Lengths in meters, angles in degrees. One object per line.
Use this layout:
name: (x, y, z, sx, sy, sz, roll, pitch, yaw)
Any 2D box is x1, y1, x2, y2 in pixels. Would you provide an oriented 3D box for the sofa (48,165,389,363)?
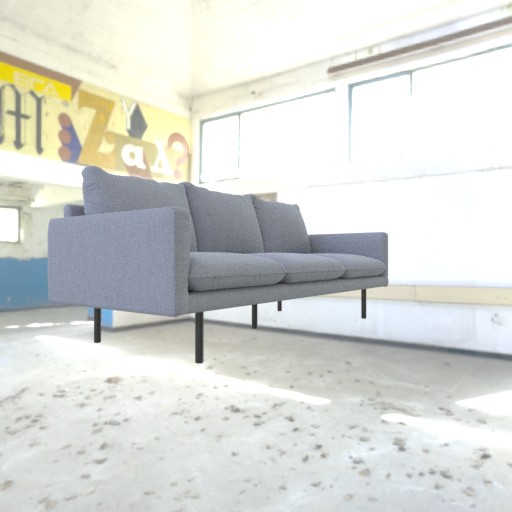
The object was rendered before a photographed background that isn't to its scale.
sofa: (0.000, 0.000, 2.529, 0.850, 0.830, 2.000, 0, 0, 37)
